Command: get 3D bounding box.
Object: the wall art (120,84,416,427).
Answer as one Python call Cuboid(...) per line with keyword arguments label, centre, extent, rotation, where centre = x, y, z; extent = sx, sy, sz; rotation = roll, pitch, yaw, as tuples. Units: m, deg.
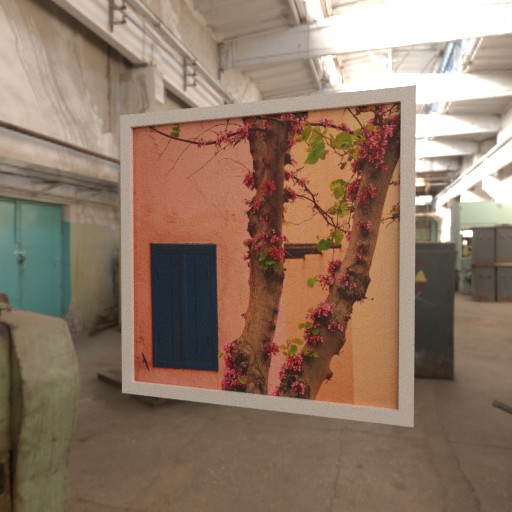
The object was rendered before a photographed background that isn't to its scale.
Cuboid(label="wall art", centre=(0.000, 0.000, 0.753), extent=(0.507, 0.508, 0.038), rotation=(0, 1, 18))
